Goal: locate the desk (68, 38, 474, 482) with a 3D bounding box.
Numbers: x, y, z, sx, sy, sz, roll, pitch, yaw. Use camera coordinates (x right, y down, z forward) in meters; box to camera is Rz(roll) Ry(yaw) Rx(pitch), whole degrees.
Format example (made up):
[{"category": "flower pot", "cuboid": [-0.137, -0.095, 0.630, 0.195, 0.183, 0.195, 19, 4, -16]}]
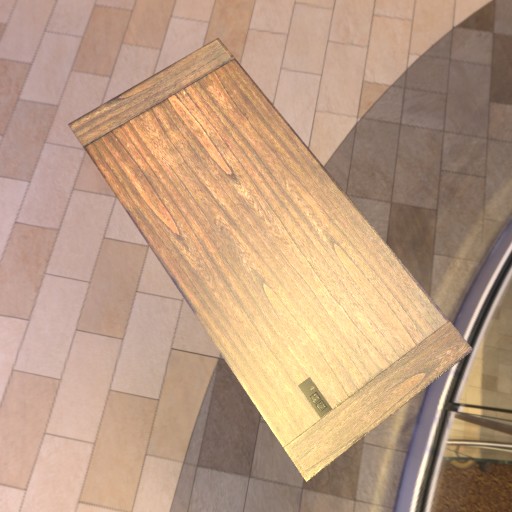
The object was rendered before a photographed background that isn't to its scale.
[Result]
[{"category": "desk", "cuboid": [0.000, 0.000, 1.982, 0.711, 0.751, 1.590, -34, 77, -9]}]
